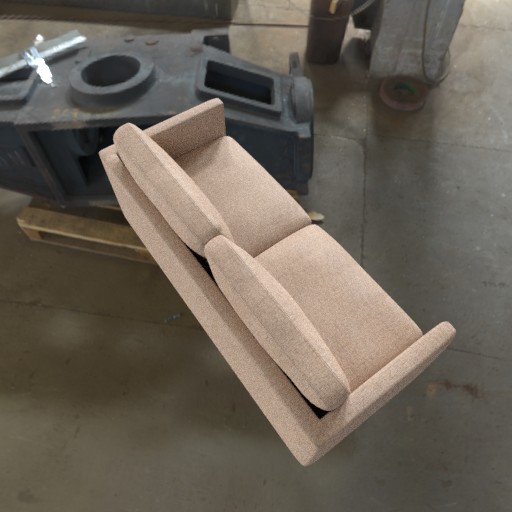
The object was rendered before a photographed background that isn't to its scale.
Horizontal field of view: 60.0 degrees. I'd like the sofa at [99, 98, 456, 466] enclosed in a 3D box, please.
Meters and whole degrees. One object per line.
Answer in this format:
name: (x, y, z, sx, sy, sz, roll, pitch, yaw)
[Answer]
sofa: (0.000, 0.000, 2.742, 0.951, 0.965, 2.208, -32, 63, -18)
